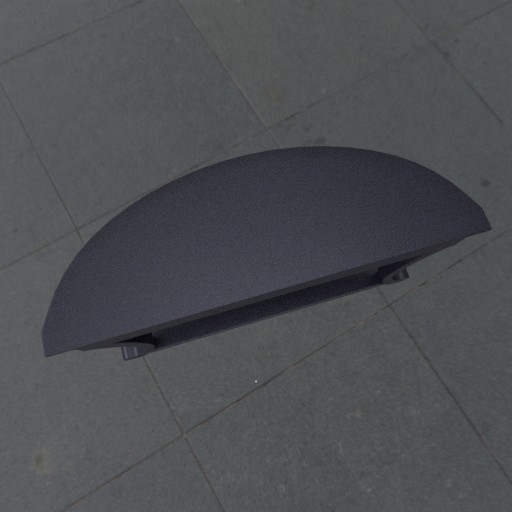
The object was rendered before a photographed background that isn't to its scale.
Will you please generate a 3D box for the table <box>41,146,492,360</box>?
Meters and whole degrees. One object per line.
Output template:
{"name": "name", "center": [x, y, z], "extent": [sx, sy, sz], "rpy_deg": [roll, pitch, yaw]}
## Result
{"name": "table", "center": [0.000, 0.000, 1.519], "extent": [1.198, 0.692, 0.394], "rpy_deg": [-16, 75, -4]}
